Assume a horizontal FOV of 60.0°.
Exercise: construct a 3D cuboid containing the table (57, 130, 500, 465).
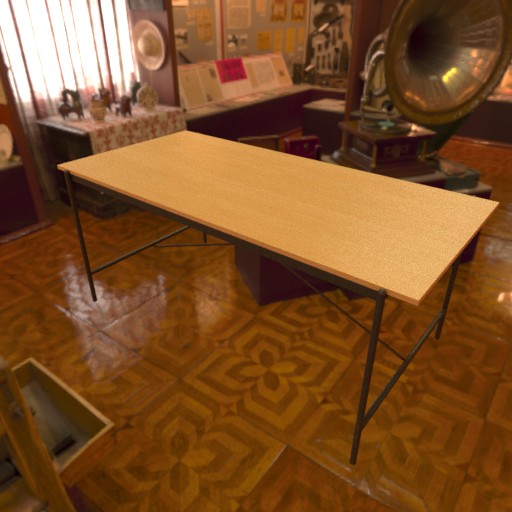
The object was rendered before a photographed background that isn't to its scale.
[{"bbox_3d":[0.000,0.000,2.151,1.800,0.758,0.900,22,36,33],"label":"table"}]
